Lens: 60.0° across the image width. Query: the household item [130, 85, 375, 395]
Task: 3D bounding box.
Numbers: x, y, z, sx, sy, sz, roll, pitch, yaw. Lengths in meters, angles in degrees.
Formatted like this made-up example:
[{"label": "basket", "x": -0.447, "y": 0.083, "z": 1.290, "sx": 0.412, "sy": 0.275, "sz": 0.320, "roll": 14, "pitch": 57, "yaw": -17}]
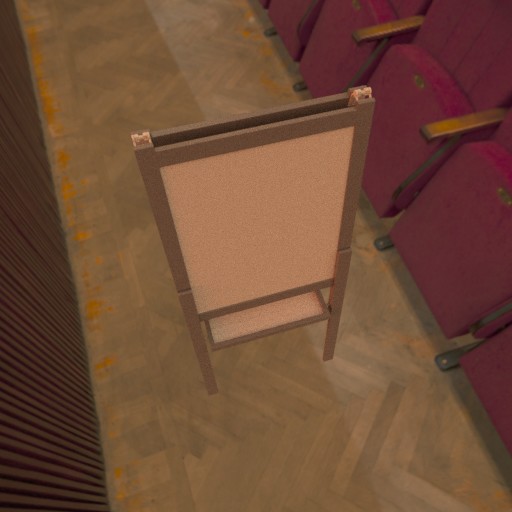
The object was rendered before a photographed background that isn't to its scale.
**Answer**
[{"label": "household item", "x": 0.000, "y": 0.000, "z": 1.437, "sx": 0.531, "sy": 1.172, "sz": 0.469, "roll": -14, "pitch": 59, "yaw": -9}]
